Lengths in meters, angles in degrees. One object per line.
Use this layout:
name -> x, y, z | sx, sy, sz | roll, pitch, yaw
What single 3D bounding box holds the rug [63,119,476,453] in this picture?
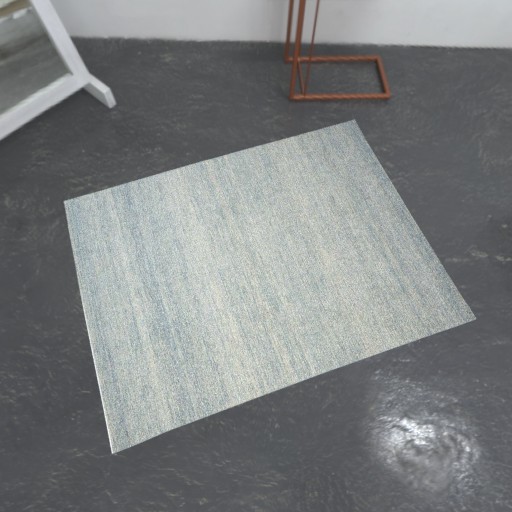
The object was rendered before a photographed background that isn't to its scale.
rug -> 0.000, 0.000, 4.160 | 3.237, 0.046, 2.461 | -18, 65, -9
